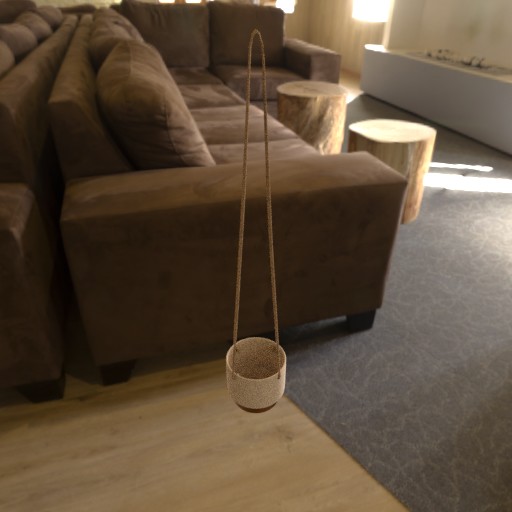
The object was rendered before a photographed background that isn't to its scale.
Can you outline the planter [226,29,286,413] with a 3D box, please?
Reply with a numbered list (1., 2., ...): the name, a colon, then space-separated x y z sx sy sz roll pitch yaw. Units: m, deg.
1. planter: 0.000 0.000 0.919 0.146 0.841 0.146 -1 32 -1
